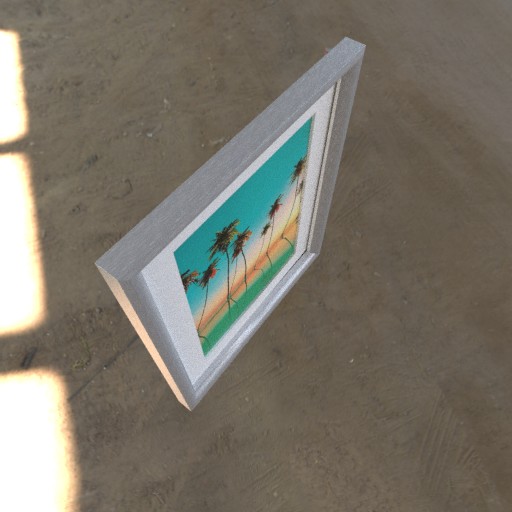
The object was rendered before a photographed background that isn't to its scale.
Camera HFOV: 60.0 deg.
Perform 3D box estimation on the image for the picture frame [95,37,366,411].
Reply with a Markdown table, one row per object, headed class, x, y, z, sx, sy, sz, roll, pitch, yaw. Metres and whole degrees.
| class | x | y | z | sx | sy | sz | roll | pitch | yaw |
| --- | --- | --- | --- | --- | --- | --- | --- | --- | --- |
| picture frame | 0.000 | 0.000 | 0.527 | 0.027 | 0.378 | 0.327 | 33 | 64 | 19 |
